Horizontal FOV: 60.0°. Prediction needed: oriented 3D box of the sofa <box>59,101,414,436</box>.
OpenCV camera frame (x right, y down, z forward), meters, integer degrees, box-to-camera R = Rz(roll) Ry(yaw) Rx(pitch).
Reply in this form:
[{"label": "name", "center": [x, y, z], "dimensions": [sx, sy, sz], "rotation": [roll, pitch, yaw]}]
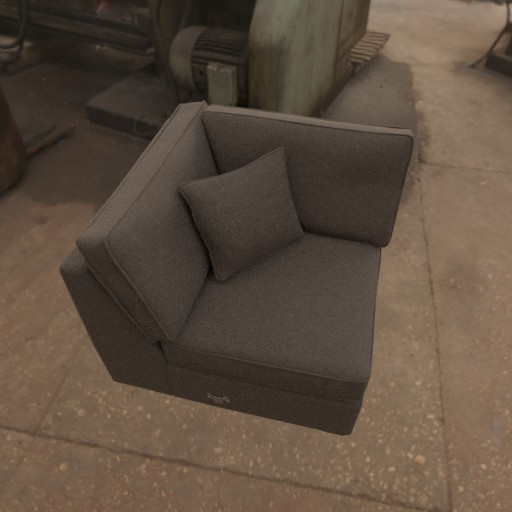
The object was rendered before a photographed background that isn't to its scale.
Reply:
[{"label": "sofa", "center": [0.000, 0.000, 1.969], "dimensions": [1.146, 1.002, 1.084], "rotation": [9, 46, 9]}]
